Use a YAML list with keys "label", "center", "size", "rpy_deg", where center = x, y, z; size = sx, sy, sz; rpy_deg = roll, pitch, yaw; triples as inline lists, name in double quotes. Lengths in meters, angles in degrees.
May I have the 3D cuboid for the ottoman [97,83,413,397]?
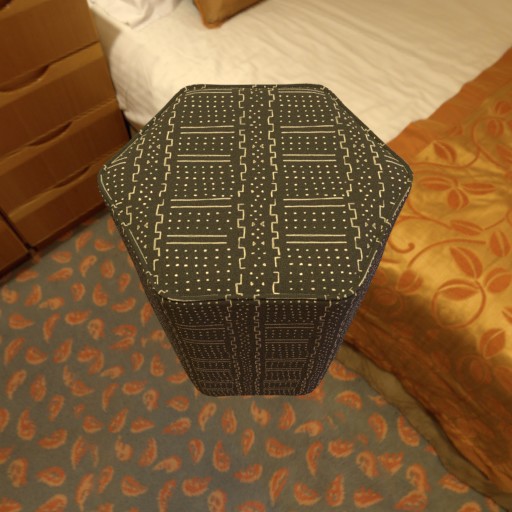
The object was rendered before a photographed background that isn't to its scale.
- label: "ottoman"
  center: [0.000, 0.000, 0.884]
  size: [0.494, 0.502, 0.443]
  rpy_deg: [-1, 58, 0]
